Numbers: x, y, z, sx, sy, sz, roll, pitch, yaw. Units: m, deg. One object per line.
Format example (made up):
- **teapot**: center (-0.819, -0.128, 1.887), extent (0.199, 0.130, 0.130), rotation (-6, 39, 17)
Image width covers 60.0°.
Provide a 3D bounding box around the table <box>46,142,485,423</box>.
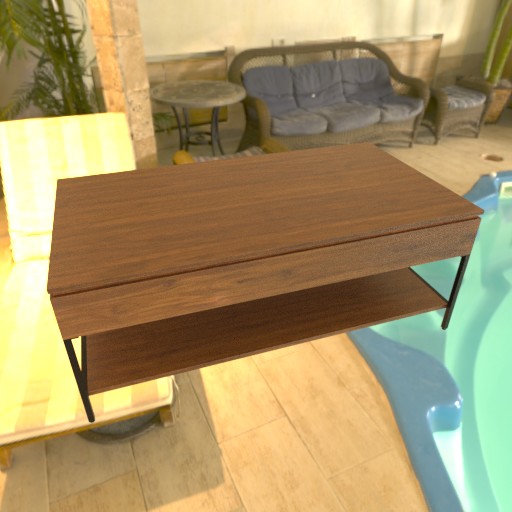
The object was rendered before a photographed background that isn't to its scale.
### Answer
- **table**: center (0.000, 0.000, 1.346), extent (1.057, 0.414, 0.574), rotation (-10, 34, -16)
